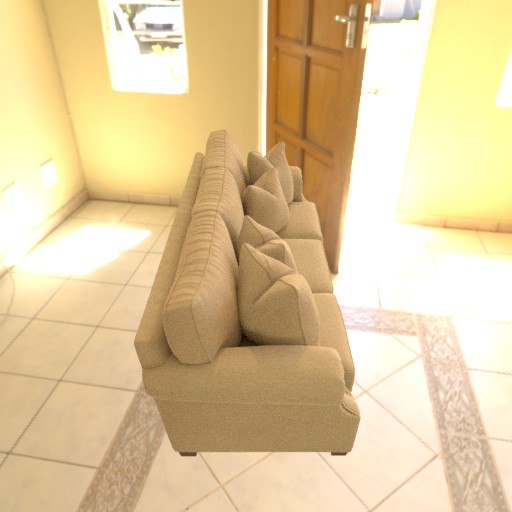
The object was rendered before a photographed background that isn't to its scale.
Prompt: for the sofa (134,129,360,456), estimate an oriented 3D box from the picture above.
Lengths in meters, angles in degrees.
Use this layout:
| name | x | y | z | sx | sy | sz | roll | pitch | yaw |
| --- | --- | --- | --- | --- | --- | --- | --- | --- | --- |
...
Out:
| name | x | y | z | sx | sy | sz | roll | pitch | yaw |
| --- | --- | --- | --- | --- | --- | --- | --- | --- | --- |
| sofa | 0.000 | 0.000 | 2.789 | 0.965 | 0.975 | 2.312 | 0 | 33 | 0 |
